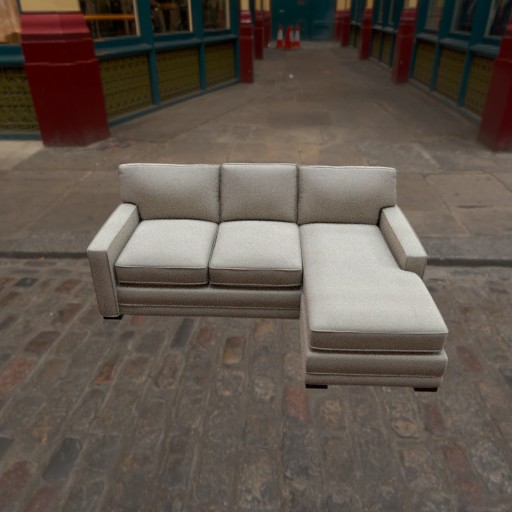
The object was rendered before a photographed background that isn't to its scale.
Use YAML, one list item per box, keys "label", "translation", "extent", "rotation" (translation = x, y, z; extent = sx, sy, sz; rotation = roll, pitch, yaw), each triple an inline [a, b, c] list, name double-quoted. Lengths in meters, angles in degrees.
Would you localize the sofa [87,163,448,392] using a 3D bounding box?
- label: "sofa"
  translation: [0.000, 0.000, 2.900]
  extent: [2.087, 0.861, 1.496]
  rotation: [1, 30, 2]
